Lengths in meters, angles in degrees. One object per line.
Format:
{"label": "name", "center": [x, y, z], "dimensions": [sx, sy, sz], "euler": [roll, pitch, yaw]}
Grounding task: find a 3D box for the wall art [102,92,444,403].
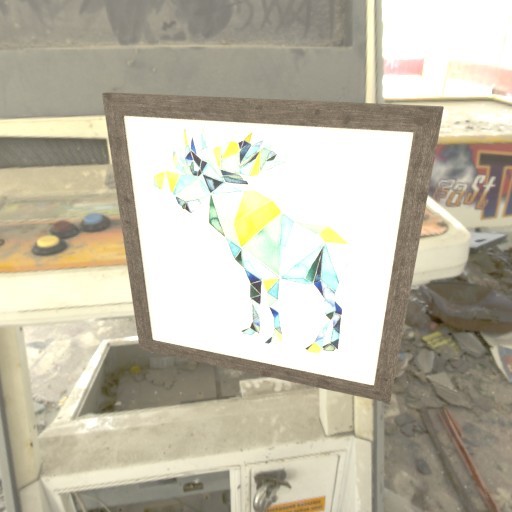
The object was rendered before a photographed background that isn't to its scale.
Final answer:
{"label": "wall art", "center": [0.000, 0.000, 0.679], "dimensions": [0.457, 0.457, 0.013], "euler": [8, 28, 16]}
